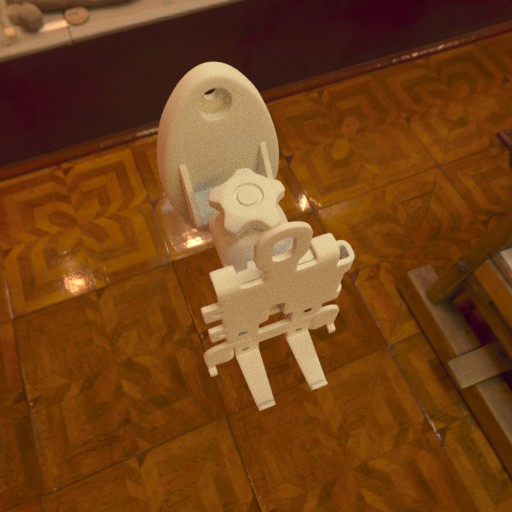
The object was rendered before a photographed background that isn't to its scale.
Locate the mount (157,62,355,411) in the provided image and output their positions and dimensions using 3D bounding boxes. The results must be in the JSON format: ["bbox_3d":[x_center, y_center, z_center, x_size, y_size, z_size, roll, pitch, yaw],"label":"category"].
[{"bbox_3d":[0.000,0.000,0.178,0.066,0.118,0.100,-18,65,-9],"label":"mount"}]
